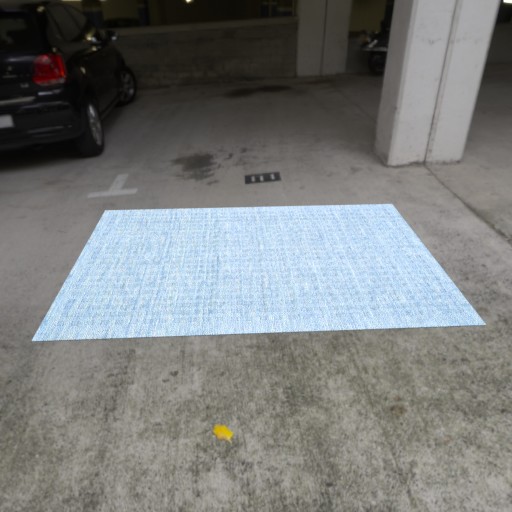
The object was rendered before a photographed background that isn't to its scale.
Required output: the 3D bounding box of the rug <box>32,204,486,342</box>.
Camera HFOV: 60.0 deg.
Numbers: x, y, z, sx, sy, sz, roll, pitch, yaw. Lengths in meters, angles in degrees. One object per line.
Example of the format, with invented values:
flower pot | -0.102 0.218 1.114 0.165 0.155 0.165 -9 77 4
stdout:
rug | 0.000 0.000 2.878 2.286 0.006 1.522 -2 31 -3
